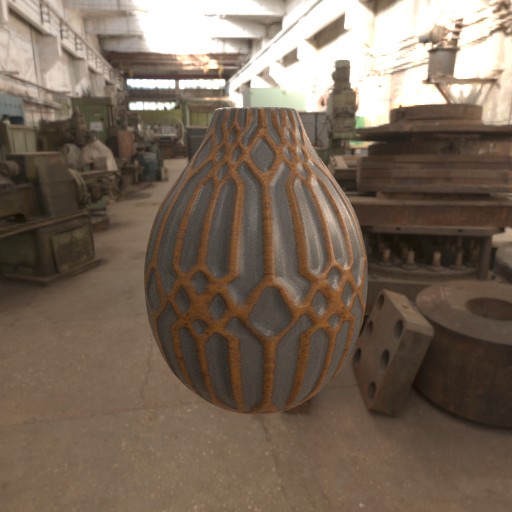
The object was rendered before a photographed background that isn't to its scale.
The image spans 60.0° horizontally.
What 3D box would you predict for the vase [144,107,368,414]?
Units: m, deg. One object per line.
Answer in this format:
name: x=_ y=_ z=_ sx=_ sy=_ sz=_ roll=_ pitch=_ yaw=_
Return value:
vase: x=0.000 y=0.000 z=0.139 sx=0.069 sy=0.088 sz=0.069 roll=0 pitch=16 yaw=0
